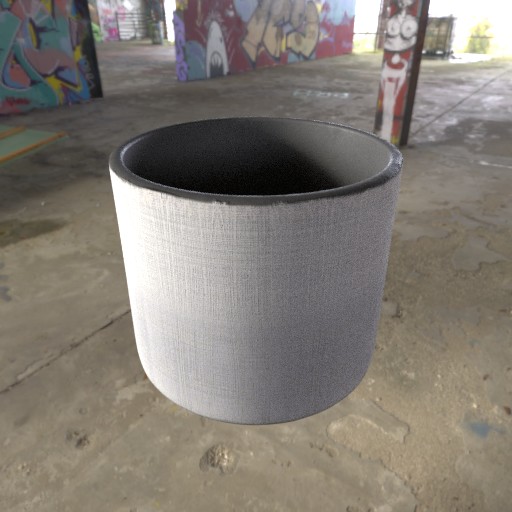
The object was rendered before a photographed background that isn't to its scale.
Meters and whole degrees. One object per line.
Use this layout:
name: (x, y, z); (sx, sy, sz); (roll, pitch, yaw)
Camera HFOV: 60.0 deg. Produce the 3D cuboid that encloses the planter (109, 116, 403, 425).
planter: (0.000, 0.000, 0.443); (0.254, 0.221, 0.254); (0, 29, 0)
